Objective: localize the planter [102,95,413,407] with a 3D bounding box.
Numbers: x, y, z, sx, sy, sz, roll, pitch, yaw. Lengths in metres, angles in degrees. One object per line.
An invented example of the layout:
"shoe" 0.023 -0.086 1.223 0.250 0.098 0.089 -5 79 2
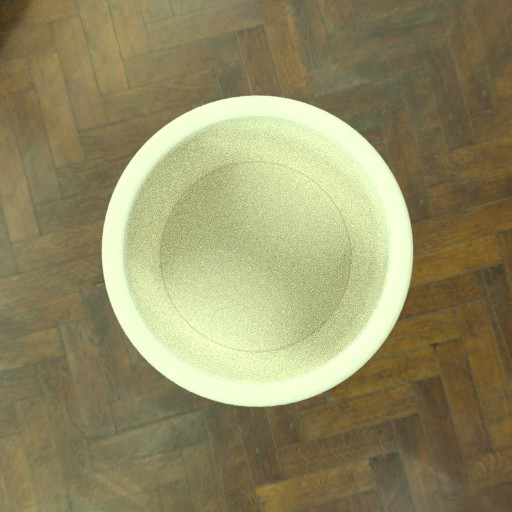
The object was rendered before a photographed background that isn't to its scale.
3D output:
"planter" 0.000 0.000 0.493 0.224 0.358 0.224 0 89 0
